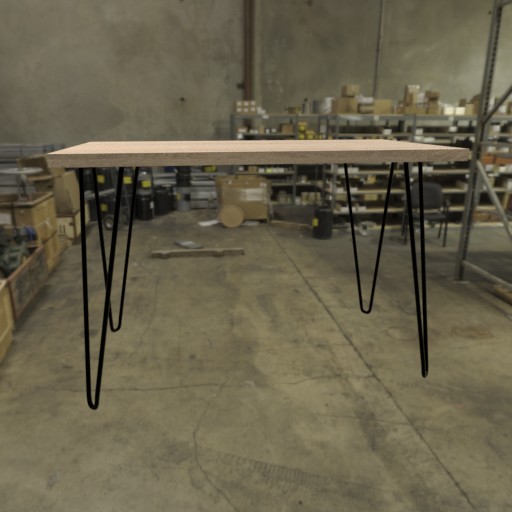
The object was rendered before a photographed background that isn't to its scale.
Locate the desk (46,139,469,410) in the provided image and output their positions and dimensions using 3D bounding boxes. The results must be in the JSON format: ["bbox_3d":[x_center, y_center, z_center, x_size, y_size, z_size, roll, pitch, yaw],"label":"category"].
[{"bbox_3d":[0.000,0.000,1.356,0.991,0.660,0.499,-3,18,-9],"label":"desk"}]
